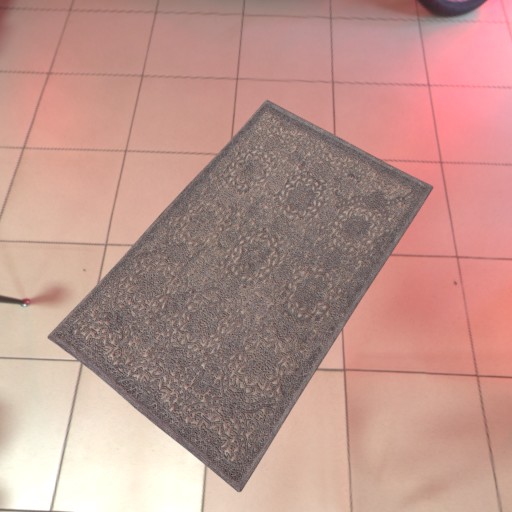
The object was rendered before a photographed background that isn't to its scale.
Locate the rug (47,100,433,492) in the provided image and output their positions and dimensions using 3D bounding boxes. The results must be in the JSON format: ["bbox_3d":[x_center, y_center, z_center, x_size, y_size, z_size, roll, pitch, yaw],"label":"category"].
[{"bbox_3d":[0.000,0.000,3.092,1.535,0.022,2.498,32,68,14],"label":"rug"}]
